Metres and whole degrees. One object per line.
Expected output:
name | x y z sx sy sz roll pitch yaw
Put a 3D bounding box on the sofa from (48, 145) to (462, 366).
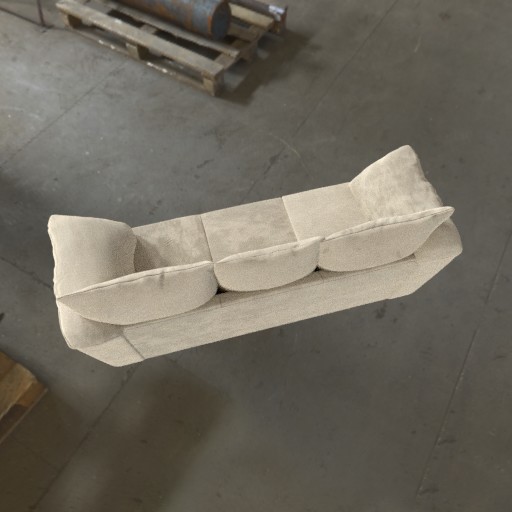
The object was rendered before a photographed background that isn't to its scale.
sofa | 0.000 0.000 2.849 2.377 0.981 0.893 -13 60 -8
